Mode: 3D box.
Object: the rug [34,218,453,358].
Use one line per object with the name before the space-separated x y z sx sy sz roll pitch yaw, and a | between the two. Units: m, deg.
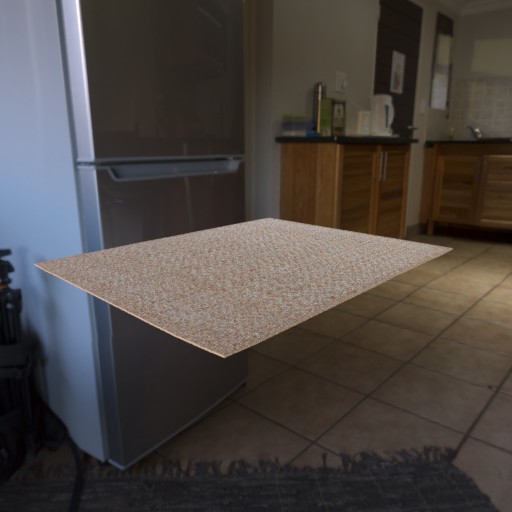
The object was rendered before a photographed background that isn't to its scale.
rug | 0.000 0.000 4.050 2.439 0.013 3.048 14 21 42
